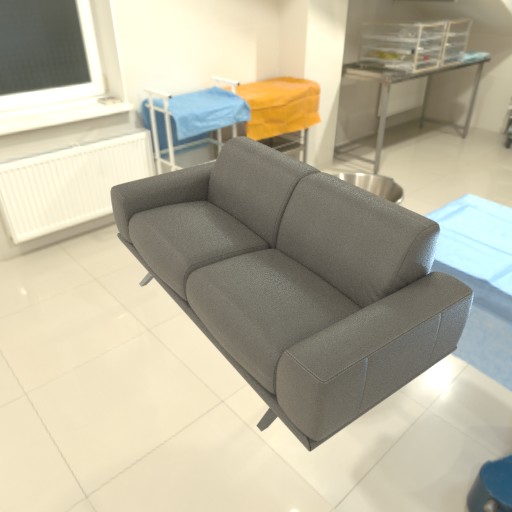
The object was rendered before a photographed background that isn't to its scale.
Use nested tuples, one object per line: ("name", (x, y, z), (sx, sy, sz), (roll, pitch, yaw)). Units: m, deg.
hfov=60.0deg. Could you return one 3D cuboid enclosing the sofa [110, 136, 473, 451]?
("sofa", (0.000, 0.000, 2.325), (0.900, 0.772, 1.901), (-21, 38, -29))
